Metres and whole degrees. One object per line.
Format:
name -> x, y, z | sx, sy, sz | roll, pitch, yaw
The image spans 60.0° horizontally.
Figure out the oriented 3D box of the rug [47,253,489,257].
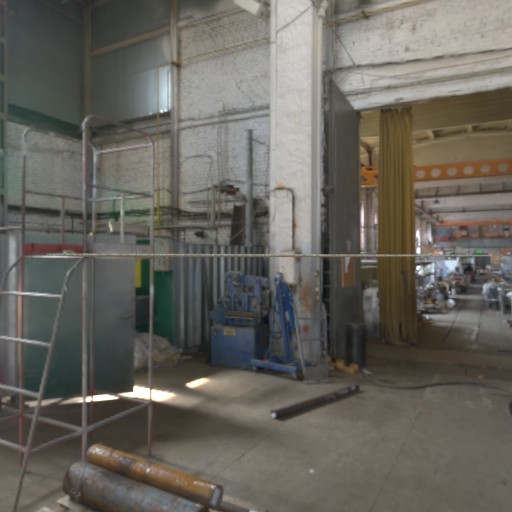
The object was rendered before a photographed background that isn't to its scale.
rug -> 0.000, 0.000, 2.893 | 2.283, 0.006, 1.521 | 0, 0, -17
